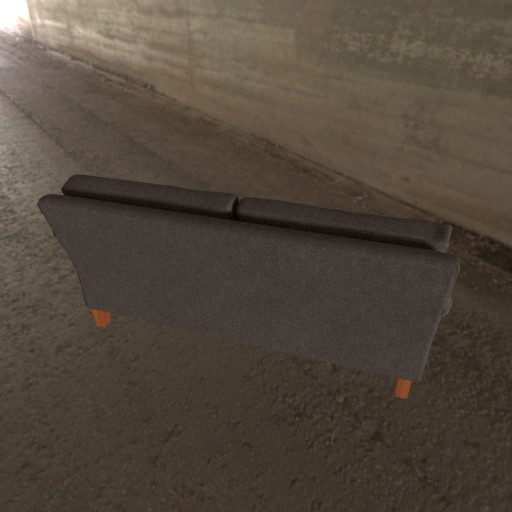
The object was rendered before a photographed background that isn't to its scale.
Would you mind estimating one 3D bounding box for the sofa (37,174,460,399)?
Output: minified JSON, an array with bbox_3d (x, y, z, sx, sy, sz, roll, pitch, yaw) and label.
[{"bbox_3d":[0.000,0.000,2.728,2.160,1.054,1.087,10,33,15],"label":"sofa"}]
